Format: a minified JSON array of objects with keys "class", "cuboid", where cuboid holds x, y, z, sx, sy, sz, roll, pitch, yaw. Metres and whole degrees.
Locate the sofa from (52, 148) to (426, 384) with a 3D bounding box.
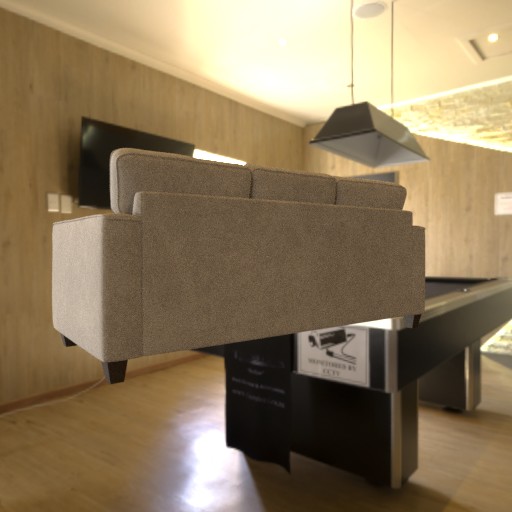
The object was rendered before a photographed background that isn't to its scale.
[{"class":"sofa","cuboid":[0.000,0.000,2.673,2.133,0.965,0.939,-1,2,-36]}]
